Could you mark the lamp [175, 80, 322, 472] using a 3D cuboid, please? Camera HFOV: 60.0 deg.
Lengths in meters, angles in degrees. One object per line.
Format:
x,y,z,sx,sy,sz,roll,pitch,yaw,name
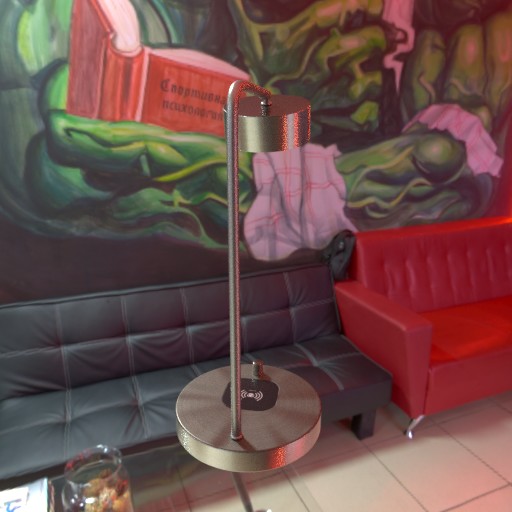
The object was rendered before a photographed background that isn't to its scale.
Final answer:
0.000,0.000,0.648,0.211,0.469,0.334,3,16,10,lamp
